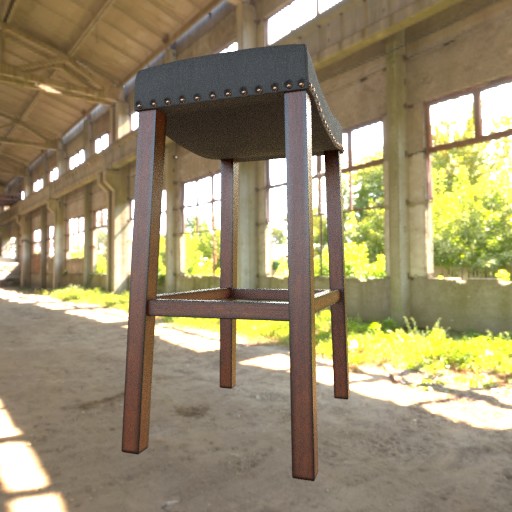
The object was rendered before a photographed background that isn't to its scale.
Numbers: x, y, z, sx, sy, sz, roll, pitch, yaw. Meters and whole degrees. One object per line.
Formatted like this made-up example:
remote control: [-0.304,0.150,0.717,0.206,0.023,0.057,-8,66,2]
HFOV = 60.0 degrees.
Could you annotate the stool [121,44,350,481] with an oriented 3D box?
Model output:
stool: [0.000,0.000,1.021,0.366,0.748,0.502,0,-2,18]
